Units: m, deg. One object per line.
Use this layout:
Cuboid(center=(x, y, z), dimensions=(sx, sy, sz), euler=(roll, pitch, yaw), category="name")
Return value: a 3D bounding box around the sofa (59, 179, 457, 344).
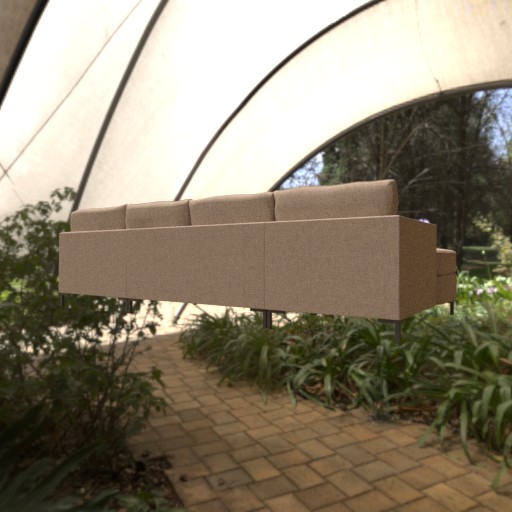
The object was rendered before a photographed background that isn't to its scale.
Cuboid(center=(0.000, 0.000, 4.273), dimensions=(3.423, 0.996, 2.021), euler=(0, 0, 34), category="sofa")
